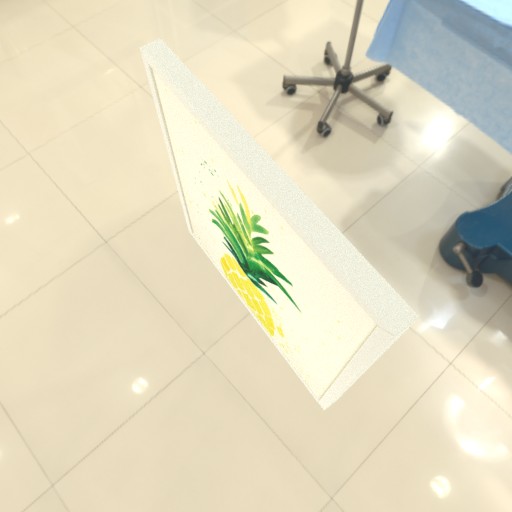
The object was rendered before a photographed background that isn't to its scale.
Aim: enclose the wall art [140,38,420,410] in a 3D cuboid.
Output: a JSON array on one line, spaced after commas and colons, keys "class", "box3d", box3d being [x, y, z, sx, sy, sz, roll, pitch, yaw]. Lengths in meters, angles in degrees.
[{"class": "wall art", "box3d": [0.000, 0.000, 0.455, 0.020, 0.307, 0.307, -33, 68, -15]}]
